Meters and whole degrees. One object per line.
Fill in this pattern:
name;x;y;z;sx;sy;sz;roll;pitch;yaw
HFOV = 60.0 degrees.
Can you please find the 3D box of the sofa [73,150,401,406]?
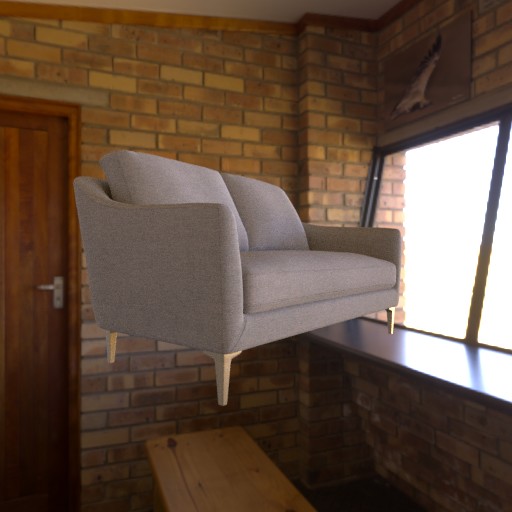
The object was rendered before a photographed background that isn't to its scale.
sofa;0.000;0.000;2.204;0.960;0.904;1.619;0;0;36
